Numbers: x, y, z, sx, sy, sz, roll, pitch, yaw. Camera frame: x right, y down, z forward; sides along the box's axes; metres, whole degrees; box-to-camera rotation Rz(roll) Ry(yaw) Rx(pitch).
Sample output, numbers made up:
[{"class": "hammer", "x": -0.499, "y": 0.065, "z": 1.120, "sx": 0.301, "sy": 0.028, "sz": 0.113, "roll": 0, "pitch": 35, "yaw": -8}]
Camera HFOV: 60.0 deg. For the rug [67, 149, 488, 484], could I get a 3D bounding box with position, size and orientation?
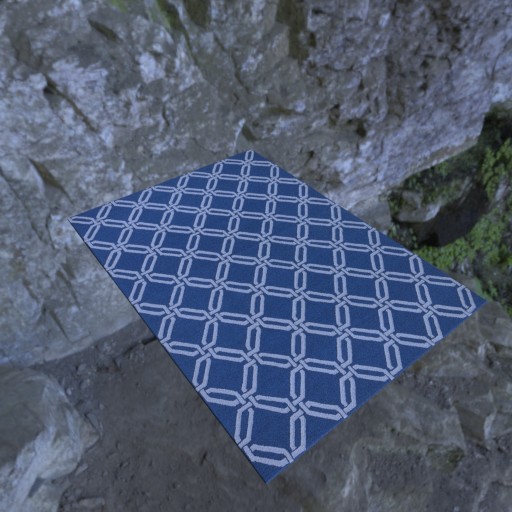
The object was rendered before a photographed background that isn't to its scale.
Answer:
[{"class": "rug", "x": 0.000, "y": 0.000, "z": 4.218, "sx": 2.432, "sy": 0.018, "sz": 3.342, "roll": -27, "pitch": 49, "yaw": -27}]
